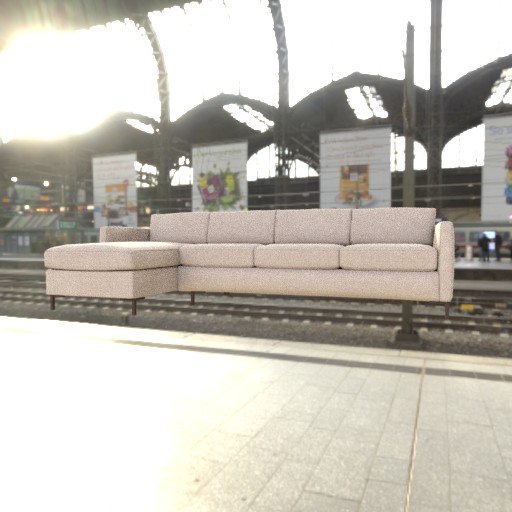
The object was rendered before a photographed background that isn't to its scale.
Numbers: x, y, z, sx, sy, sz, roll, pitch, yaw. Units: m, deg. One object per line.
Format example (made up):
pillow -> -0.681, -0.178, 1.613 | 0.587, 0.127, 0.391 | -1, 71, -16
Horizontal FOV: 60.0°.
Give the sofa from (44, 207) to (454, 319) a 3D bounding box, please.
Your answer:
sofa -> 0.000, 0.000, 3.533 | 2.923, 0.816, 1.469 | 1, 2, 20
